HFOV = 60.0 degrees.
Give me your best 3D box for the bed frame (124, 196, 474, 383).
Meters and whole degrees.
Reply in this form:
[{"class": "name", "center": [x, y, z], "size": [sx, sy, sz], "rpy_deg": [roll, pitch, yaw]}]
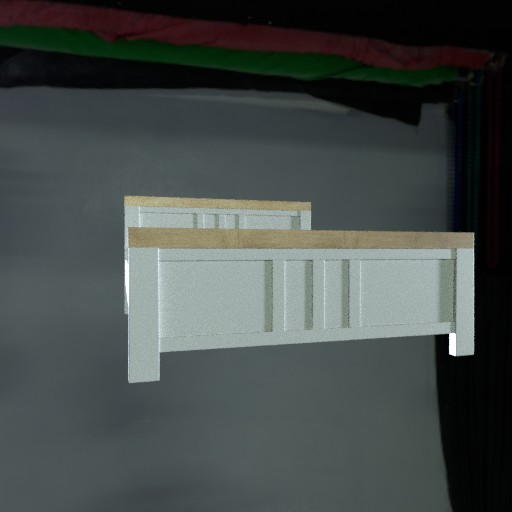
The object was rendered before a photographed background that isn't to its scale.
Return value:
[{"class": "bed frame", "center": [0.000, 0.000, 2.961], "size": [1.670, 0.980, 2.050], "rpy_deg": [0, 1, -17]}]
